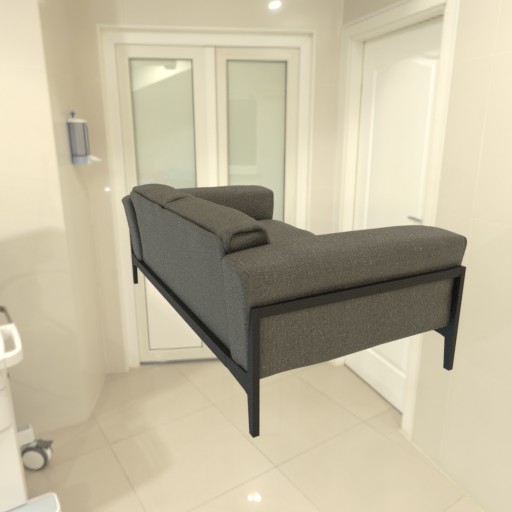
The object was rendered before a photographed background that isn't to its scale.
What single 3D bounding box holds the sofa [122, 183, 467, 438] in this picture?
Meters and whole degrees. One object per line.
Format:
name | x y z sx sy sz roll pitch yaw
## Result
sofa | 0.000 0.000 2.205 0.960 0.656 1.690 -8 17 -26
